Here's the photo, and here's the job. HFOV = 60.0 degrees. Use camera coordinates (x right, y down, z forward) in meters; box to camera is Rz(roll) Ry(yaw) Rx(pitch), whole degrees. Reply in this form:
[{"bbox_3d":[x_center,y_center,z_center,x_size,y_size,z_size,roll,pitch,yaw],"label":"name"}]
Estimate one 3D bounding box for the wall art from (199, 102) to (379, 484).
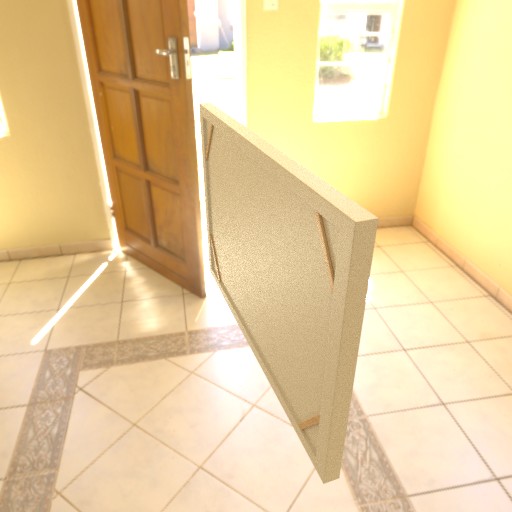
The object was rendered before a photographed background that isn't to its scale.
[{"bbox_3d":[0.000,0.000,1.159,0.038,0.609,0.914,-11,31,-18],"label":"wall art"}]
